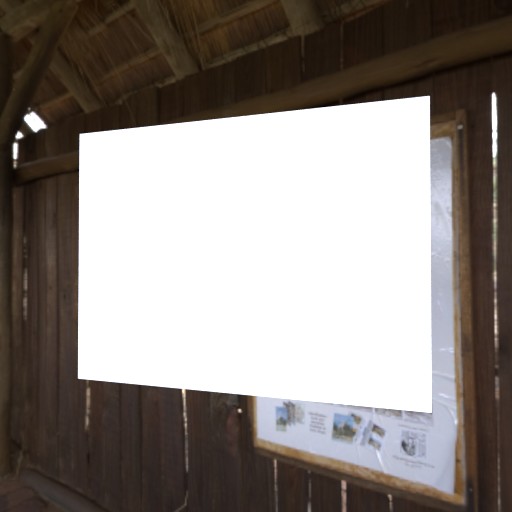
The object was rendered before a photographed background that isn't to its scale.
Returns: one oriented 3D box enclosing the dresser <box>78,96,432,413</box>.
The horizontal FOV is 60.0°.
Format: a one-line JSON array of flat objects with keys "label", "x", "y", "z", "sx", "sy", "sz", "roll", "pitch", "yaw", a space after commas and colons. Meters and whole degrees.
[{"label": "dresser", "x": 0.000, "y": 0.000, "z": 1.536, "sx": 1.100, "sy": 0.820, "sz": 0.460, "roll": 0, "pitch": -1, "yaw": 18}]
